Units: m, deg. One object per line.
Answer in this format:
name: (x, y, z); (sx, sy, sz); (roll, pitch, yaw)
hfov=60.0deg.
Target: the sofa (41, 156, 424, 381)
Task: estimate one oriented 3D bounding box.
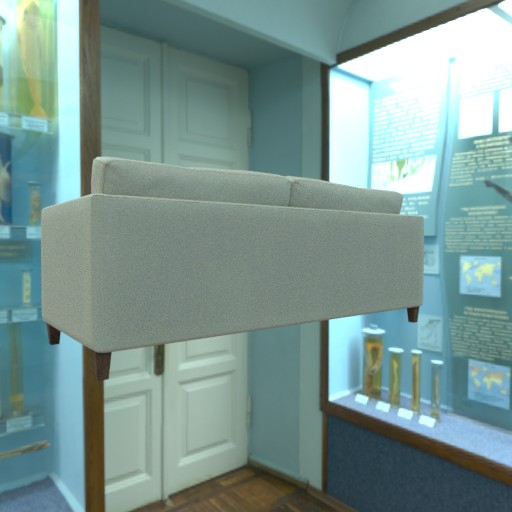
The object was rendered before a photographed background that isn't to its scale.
sofa: (0.000, 0.000, 2.832); (2.361, 0.968, 0.951); (-1, 2, -37)
